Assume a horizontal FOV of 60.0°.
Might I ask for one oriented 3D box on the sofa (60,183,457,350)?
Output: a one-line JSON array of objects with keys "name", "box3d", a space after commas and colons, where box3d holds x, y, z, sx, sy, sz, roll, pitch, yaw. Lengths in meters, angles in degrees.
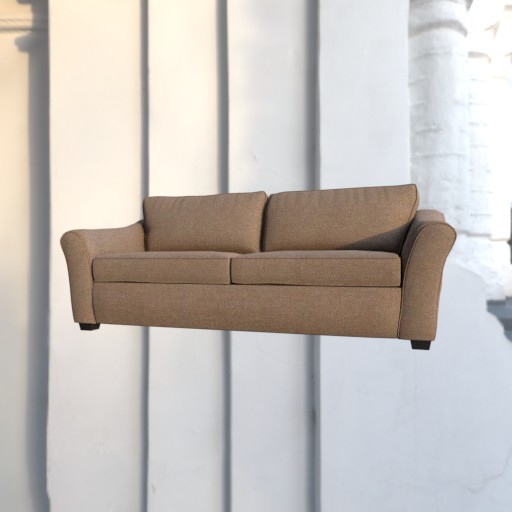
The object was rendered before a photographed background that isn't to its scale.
[{"name": "sofa", "box3d": [0.000, 0.000, 2.793, 2.270, 0.906, 0.986, 0, -1, 18]}]
